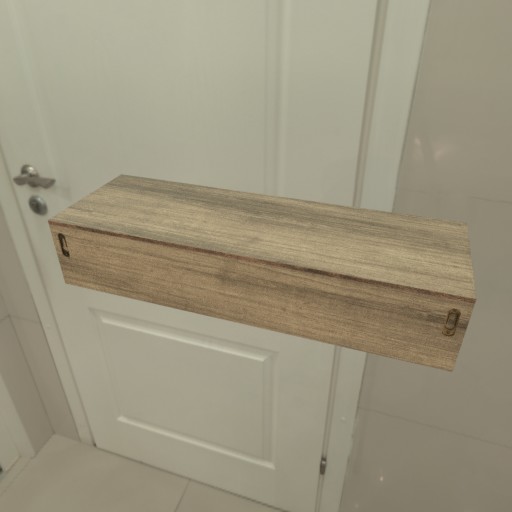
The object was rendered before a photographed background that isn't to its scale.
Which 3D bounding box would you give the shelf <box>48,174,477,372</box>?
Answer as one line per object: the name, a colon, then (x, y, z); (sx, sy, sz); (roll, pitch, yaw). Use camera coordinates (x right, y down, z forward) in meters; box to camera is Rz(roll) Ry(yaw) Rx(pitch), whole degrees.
shelf: (0.000, 0.000, 0.711); (0.610, 0.125, 0.200); (10, 33, 16)
